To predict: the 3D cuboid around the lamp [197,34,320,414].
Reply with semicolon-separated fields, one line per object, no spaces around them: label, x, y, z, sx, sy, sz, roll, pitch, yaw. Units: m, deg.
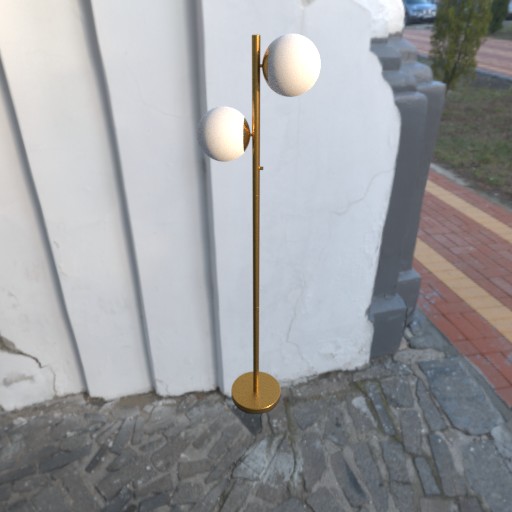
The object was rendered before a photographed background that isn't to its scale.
lamp;0.000;0.000;1.825;0.419;1.641;0.249;2;31;3
